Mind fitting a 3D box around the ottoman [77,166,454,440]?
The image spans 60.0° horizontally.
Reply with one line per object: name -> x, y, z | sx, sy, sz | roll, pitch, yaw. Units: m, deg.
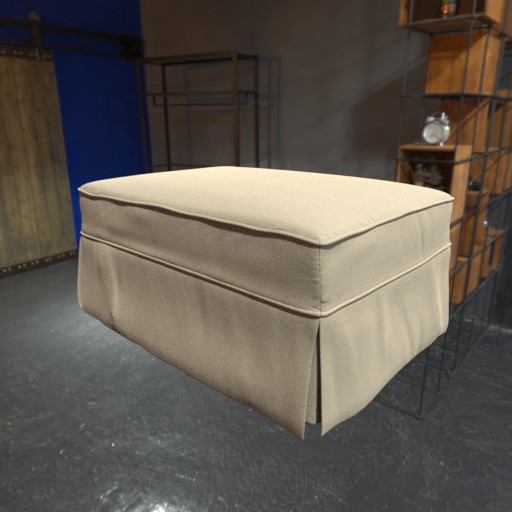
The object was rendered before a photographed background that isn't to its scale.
ottoman -> 0.000, 0.000, 1.321 | 0.959, 0.482, 0.721 | 15, 23, 40
